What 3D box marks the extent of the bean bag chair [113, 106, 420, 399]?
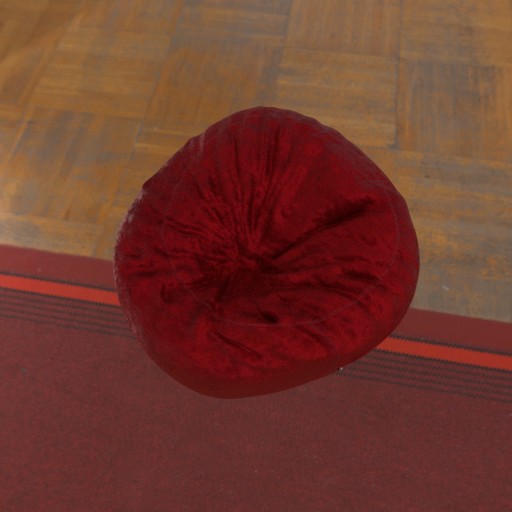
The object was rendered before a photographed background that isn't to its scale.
[{"bbox_3d":[0.000,0.000,2.431,1.524,0.878,1.524,-33,68,-15],"label":"bean bag chair"}]
